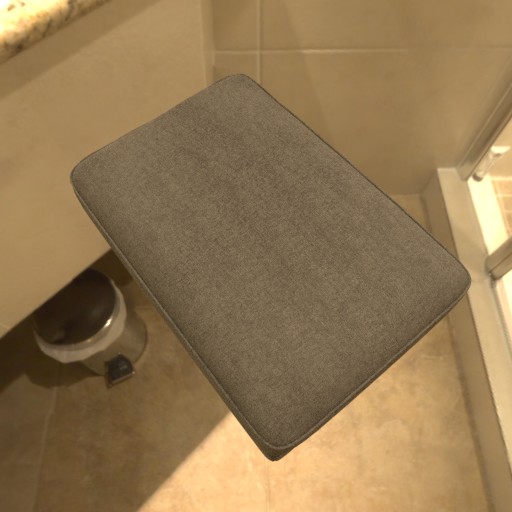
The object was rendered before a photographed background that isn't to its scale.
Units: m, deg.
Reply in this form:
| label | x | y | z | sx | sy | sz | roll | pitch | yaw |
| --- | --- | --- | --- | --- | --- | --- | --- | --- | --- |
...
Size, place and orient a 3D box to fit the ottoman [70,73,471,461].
| label | x | y | z | sx | sy | sz | roll | pitch | yaw |
| --- | --- | --- | --- | --- | --- | --- | --- | --- | --- |
| ottoman | 0.000 | 0.000 | 1.127 | 0.561 | 0.457 | 0.813 | -35 | 69 | -16 |
